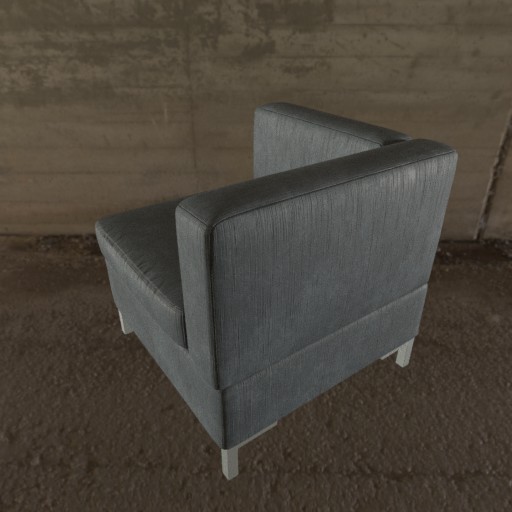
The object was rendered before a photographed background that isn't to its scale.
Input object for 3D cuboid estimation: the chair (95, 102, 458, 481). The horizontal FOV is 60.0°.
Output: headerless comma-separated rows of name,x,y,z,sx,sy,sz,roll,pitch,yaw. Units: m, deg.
chair,0.000,0.000,1.202,0.680,0.660,0.680,-20,36,-30
